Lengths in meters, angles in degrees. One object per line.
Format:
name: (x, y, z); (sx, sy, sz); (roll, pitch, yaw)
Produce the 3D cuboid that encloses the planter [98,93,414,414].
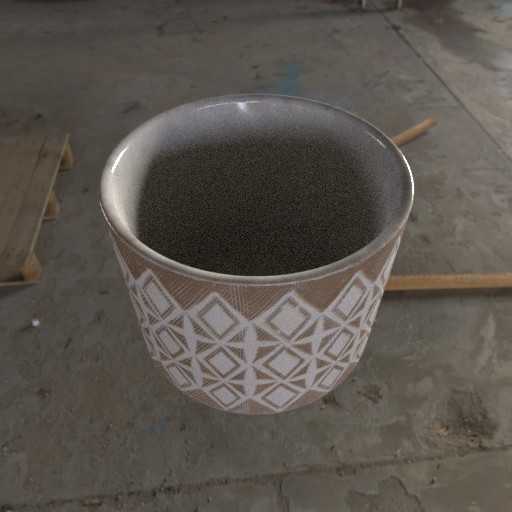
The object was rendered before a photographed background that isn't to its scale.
planter: (0.000, 0.000, 0.338); (0.193, 0.165, 0.193); (0, 47, 0)
